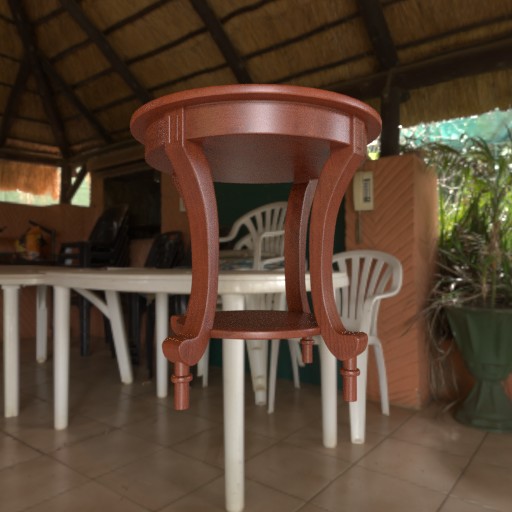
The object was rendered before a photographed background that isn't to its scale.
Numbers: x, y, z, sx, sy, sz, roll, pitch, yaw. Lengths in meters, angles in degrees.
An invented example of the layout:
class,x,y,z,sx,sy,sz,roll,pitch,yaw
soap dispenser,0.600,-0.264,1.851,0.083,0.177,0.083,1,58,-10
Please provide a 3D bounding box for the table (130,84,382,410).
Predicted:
class,x,y,z,sx,sy,sz,roll,pitch,yaw
table,0.000,0.000,1.089,0.597,0.612,0.597,0,-1,0
